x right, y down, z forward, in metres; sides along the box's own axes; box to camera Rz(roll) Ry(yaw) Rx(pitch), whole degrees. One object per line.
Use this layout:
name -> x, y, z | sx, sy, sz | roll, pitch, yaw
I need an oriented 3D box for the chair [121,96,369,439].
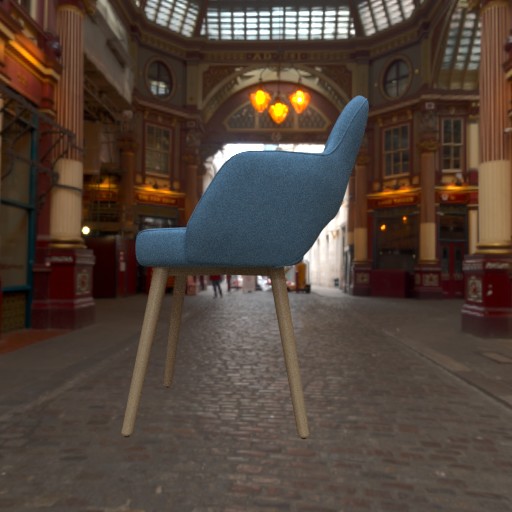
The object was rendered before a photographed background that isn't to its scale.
chair -> 0.000, 0.000, 1.344 | 0.666, 0.920, 0.589 | 0, -1, 2
